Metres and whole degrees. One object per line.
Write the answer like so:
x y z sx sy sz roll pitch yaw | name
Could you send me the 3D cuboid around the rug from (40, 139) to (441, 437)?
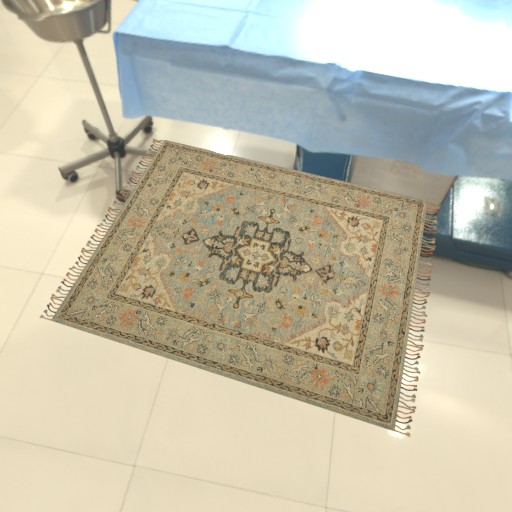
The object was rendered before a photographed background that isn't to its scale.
0.000 0.000 2.255 1.730 0.009 1.278 15 58 10 | rug
